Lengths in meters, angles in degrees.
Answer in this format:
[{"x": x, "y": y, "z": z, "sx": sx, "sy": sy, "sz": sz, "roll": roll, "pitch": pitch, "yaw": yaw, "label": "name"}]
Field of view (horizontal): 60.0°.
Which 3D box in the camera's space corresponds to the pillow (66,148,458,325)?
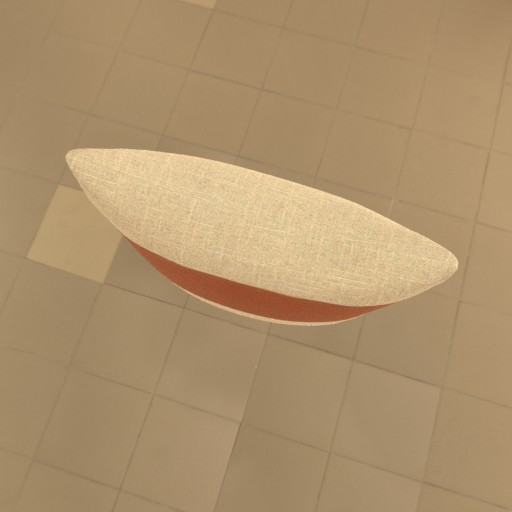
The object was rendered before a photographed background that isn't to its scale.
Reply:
[{"x": 0.000, "y": 0.000, "z": 0.637, "sx": 0.414, "sy": 0.399, "sz": 0.173, "roll": 16, "pitch": 77, "yaw": 4, "label": "pillow"}]
